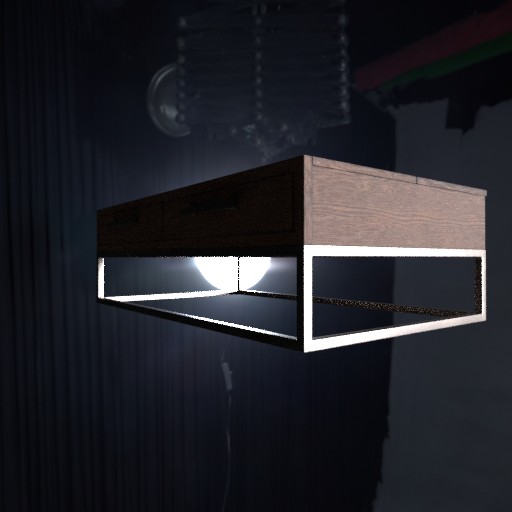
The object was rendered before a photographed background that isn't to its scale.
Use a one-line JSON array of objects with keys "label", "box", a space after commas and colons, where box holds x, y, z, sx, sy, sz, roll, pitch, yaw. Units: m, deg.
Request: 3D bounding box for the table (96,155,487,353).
[{"label": "table", "box": [0.000, 0.000, 1.473, 0.719, 0.361, 1.167, 0, 0, -38]}]
